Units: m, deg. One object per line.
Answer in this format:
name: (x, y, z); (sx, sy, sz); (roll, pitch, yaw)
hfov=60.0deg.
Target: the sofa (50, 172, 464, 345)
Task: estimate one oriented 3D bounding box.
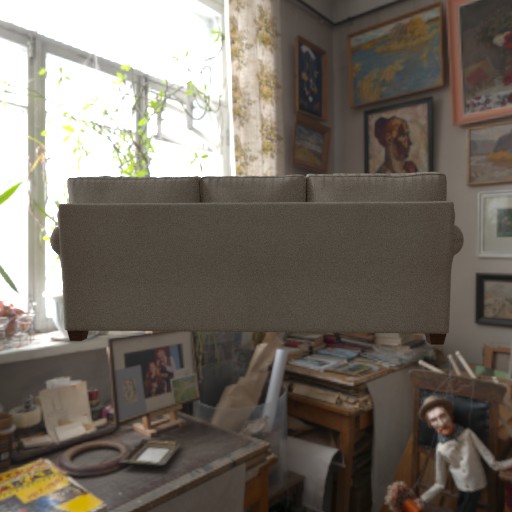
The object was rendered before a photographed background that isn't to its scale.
sofa: (0.000, 0.000, 2.854); (2.312, 0.975, 0.965); (0, 0, 3)
